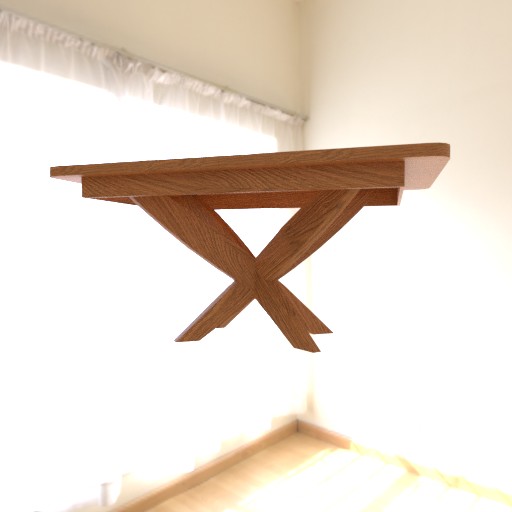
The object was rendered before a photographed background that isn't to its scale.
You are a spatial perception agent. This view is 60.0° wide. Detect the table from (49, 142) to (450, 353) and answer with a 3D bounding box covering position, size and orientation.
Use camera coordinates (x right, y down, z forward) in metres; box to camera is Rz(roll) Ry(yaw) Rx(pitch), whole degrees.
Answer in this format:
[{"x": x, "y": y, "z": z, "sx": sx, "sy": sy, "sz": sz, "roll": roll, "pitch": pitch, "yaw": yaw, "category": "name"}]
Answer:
[{"x": 0.000, "y": 0.000, "z": 2.107, "sx": 1.600, "sy": 0.770, "sz": 0.950, "roll": 1, "pitch": 2, "yaw": 17, "category": "table"}]
